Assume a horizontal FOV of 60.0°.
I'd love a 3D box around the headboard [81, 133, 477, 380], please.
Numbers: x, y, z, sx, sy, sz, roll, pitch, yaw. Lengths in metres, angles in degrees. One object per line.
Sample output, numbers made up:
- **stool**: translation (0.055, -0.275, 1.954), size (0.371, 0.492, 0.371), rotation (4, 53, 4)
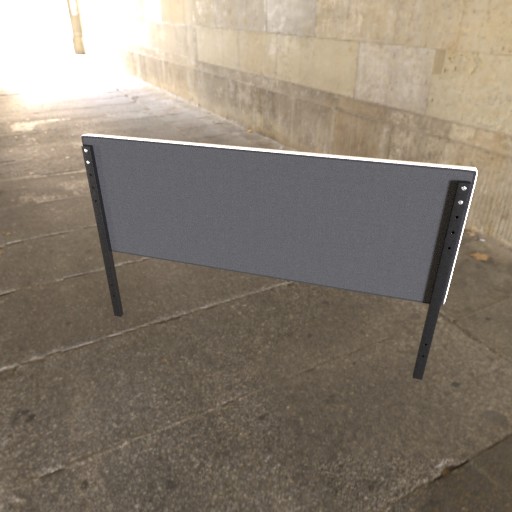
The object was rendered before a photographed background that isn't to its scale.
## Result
- **headboard**: translation (0.000, 0.000, 2.893), size (2.362, 1.410, 0.120), rotation (9, 31, 15)
